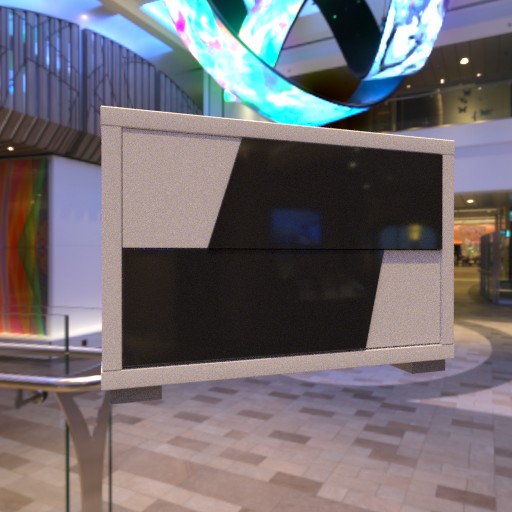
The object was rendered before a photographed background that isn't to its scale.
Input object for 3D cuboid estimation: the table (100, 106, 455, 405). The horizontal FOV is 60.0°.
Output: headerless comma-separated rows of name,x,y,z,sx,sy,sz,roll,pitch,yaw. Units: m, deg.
table,0.000,0.000,0.792,0.517,0.357,0.399,0,0,-18
